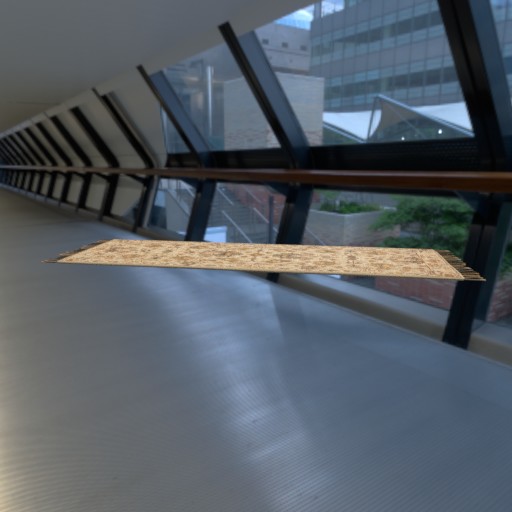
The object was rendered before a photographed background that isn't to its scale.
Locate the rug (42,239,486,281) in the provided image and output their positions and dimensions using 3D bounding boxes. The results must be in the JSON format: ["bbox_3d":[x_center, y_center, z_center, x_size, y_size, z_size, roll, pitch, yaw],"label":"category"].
[{"bbox_3d":[0.000,0.000,2.735,2.438,0.021,0.729,2,13,9],"label":"rug"}]
